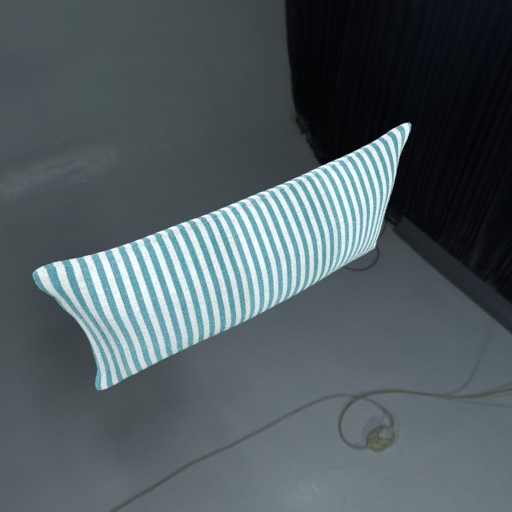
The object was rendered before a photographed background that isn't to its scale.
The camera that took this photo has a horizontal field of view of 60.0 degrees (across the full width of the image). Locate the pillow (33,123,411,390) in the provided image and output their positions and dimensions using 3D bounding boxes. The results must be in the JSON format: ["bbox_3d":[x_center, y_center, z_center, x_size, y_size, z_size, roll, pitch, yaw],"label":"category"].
[{"bbox_3d":[0.000,0.000,0.731,0.617,0.295,0.151,-25,51,-22],"label":"pillow"}]
